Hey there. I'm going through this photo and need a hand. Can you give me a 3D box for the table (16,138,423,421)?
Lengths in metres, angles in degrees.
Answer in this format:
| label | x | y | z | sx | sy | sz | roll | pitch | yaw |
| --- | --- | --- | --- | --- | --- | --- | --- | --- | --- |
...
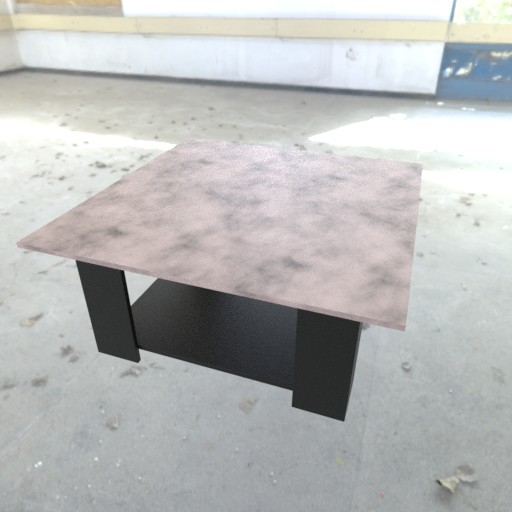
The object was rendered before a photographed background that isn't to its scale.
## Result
| label | x | y | z | sx | sy | sz | roll | pitch | yaw |
| --- | --- | --- | --- | --- | --- | --- | --- | --- | --- |
| table | 0.000 | 0.000 | 1.042 | 0.670 | 0.305 | 0.670 | 11 | 33 | 17 |
